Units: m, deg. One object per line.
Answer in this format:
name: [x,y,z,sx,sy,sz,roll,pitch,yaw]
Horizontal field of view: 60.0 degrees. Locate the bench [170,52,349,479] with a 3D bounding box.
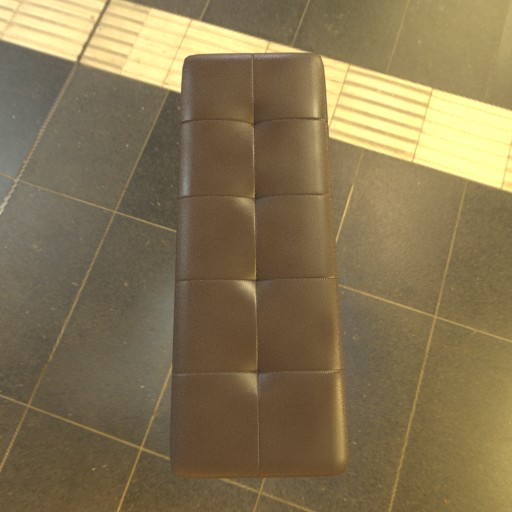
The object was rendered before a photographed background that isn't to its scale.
bench: [0.000,0.000,1.413,0.450,0.417,1.219,-1,75,0]
